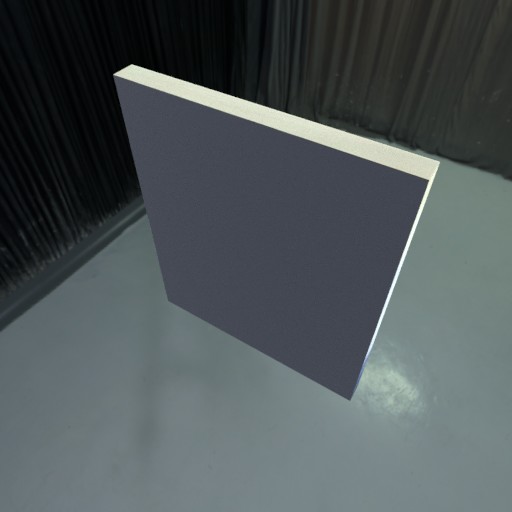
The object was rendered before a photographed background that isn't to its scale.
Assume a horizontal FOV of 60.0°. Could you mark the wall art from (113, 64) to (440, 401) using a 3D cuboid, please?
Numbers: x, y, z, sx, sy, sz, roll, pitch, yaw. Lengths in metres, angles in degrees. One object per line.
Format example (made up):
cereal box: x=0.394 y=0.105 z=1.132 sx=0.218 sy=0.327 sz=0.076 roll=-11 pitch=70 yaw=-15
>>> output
wall art: x=0.000 y=0.000 z=0.723 sx=0.435 sy=0.511 sz=0.037 roll=25 pitch=52 yaw=21
